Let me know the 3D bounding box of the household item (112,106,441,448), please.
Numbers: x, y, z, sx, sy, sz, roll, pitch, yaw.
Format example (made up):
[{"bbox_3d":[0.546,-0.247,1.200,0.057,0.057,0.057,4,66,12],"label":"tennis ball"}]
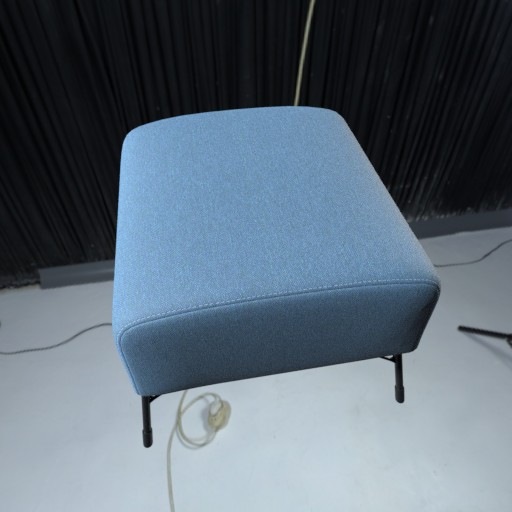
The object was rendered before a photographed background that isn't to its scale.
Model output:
[{"bbox_3d":[0.000,0.000,0.903,0.530,0.420,0.530,-7,47,-7],"label":"household item"}]
